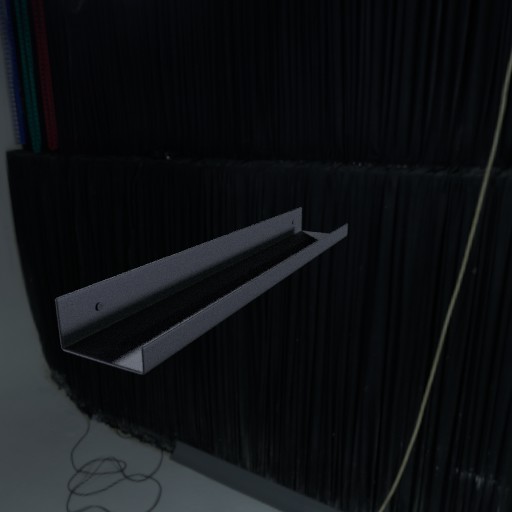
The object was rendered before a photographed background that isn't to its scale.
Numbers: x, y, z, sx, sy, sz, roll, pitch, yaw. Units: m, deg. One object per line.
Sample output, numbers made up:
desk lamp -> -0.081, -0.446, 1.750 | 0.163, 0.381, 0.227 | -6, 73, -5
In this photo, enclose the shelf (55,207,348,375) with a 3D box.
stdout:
shelf -> 0.000, 0.000, 0.648 | 0.102, 0.053, 0.605 | 8, 17, 26
